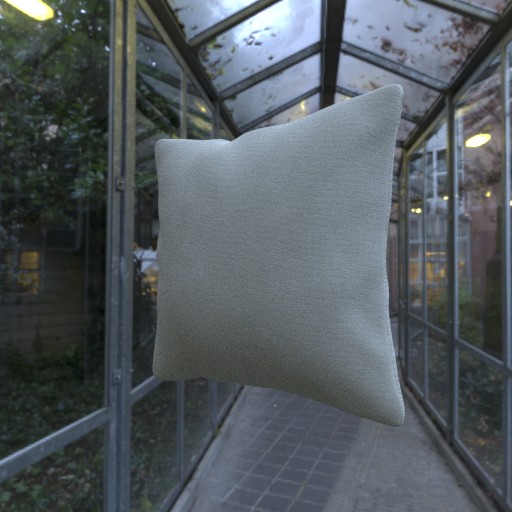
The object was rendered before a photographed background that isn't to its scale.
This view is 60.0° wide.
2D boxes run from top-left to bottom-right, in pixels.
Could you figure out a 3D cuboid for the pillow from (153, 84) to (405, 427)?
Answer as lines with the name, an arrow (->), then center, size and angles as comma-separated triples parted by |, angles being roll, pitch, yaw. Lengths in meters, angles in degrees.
pillow -> 0.000, 0.000, 0.659 | 0.437, 0.420, 0.162 | -1, -2, 35
